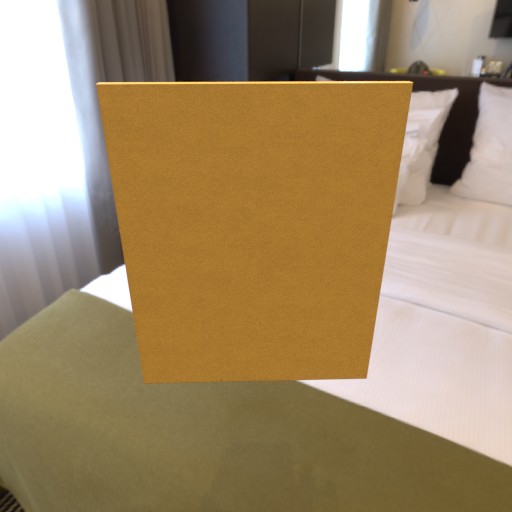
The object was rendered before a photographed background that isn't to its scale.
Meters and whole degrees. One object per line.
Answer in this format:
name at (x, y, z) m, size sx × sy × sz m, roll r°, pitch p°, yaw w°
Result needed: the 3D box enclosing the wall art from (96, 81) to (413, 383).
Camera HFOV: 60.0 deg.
wall art at (0.000, 0.000, 1.365) m, size 0.798 × 1.002 × 0.030 m, roll -1°, pitch 28°, yaw -2°
